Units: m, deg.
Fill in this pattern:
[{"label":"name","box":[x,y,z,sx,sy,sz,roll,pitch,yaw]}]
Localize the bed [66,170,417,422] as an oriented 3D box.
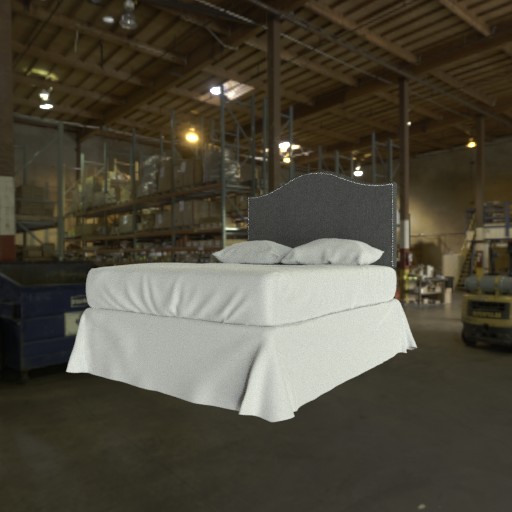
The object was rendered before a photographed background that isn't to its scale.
[{"label":"bed","box":[0.000,0.000,3.486,1.876,1.645,2.221,0,0,36]}]
